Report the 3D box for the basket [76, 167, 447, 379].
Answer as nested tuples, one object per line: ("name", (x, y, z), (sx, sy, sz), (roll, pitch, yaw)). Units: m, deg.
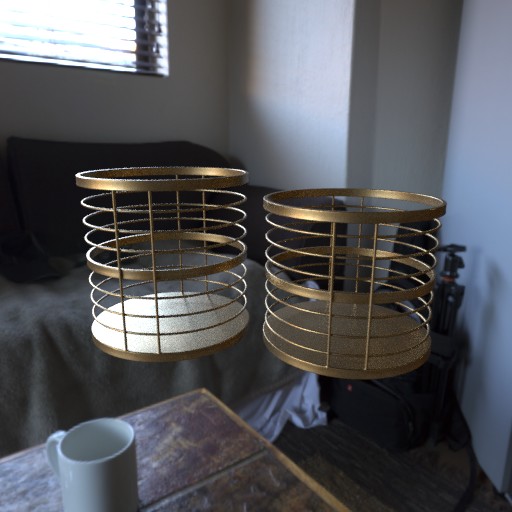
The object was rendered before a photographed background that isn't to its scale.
("basket", (0.000, 0.000, 0.957), (0.746, 0.351, 0.356), (2, 15, 9))
